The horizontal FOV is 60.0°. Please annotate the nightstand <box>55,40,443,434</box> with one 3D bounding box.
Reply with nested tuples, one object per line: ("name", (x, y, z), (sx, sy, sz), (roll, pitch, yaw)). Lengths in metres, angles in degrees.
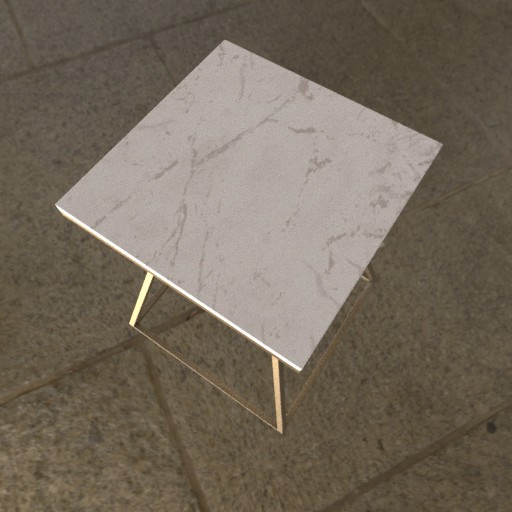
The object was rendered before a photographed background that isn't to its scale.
("nightstand", (0.000, 0.000, 0.891), (0.455, 0.554, 0.455), (32, 68, 14))
